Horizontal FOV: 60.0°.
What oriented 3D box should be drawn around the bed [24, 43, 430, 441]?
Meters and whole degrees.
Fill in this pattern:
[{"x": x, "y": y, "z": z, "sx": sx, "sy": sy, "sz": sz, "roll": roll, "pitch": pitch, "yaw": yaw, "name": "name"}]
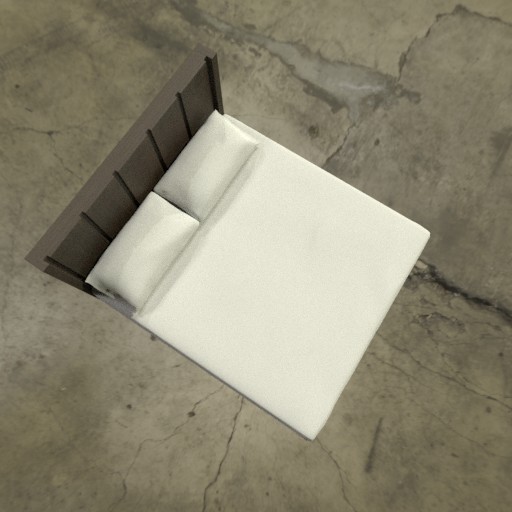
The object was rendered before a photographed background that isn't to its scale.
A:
[{"x": 0.000, "y": 0.000, "z": 3.154, "sx": 1.992, "sy": 1.261, "sz": 1.735, "roll": 32, "pitch": 77, "yaw": 8, "name": "bed"}]
